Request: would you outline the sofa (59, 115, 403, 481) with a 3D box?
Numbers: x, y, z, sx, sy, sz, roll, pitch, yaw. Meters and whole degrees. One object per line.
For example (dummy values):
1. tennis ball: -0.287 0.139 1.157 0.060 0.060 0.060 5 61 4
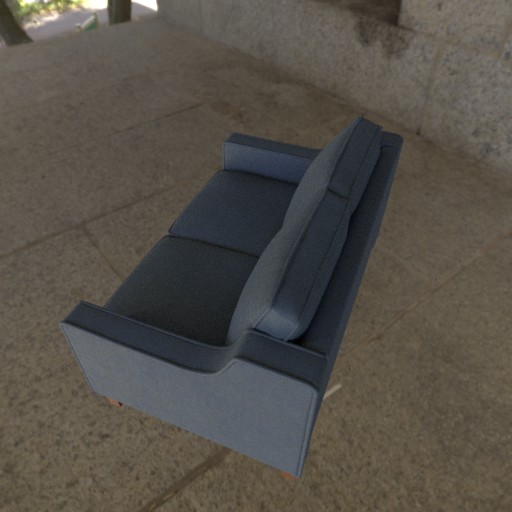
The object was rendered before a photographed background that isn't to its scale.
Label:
1. sofa: 0.000 0.000 2.080 0.987 0.971 1.501 16 46 16
